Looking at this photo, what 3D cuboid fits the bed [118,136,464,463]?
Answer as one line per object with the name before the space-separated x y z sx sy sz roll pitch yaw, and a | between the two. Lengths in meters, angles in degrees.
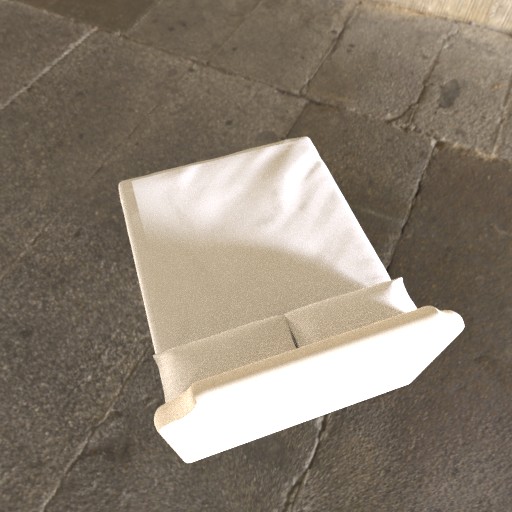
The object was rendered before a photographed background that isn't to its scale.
bed | 0.000 0.000 3.785 2.134 1.524 2.548 -16 59 -10
